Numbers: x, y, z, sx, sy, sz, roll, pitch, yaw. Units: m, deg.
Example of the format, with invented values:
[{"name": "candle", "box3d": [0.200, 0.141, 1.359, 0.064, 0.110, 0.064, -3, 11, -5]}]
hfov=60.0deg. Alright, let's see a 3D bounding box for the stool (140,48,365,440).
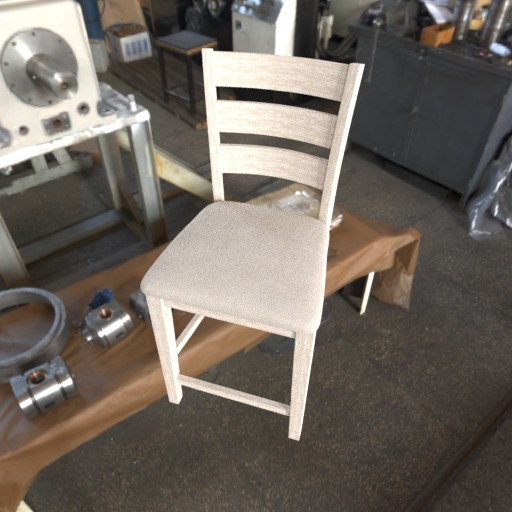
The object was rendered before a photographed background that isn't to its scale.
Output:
[{"name": "stool", "box3d": [0.000, 0.000, 1.349, 0.484, 1.032, 0.569, 12, 43, 13]}]
